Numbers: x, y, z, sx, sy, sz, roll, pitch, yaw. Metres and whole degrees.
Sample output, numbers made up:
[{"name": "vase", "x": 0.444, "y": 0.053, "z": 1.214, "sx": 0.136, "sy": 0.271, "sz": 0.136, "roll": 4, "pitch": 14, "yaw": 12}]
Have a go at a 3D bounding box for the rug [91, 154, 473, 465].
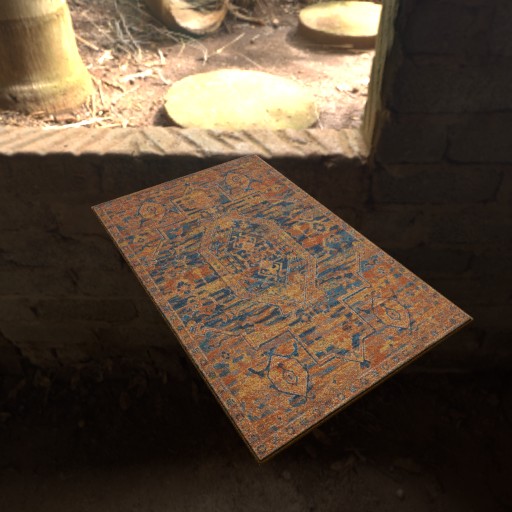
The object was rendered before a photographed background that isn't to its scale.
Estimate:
[{"name": "rug", "x": 0.000, "y": 0.000, "z": 1.108, "sx": 0.557, "sy": 0.008, "sz": 0.863, "roll": -24, "pitch": 47, "yaw": -24}]
